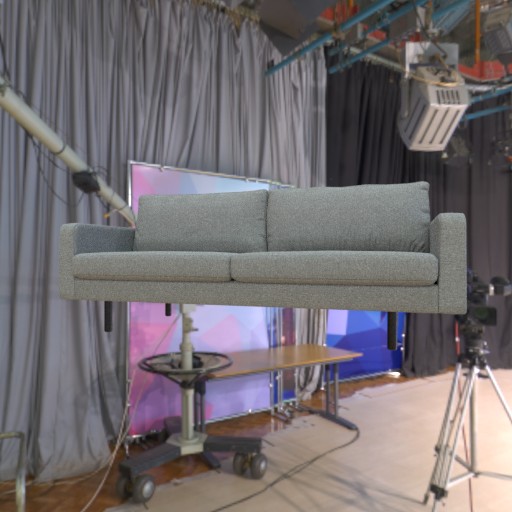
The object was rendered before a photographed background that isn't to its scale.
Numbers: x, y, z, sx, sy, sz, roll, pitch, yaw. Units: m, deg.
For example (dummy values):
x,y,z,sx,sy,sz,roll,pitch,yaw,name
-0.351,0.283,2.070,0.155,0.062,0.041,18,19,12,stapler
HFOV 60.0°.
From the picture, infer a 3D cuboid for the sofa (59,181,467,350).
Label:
x,y,z,sx,sy,sz,roll,pitch,yaw,name
0.000,0.000,2.654,2.200,0.880,0.880,0,0,18,sofa
